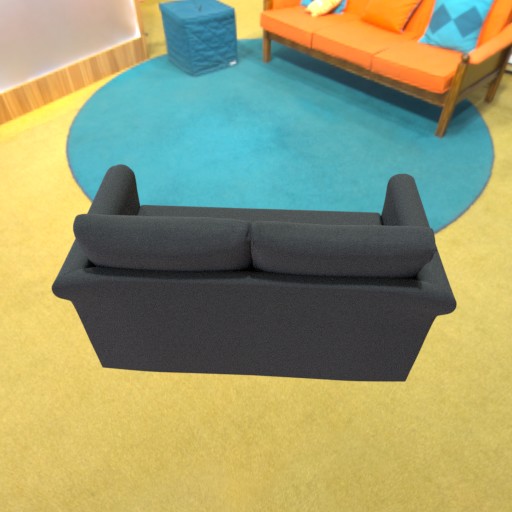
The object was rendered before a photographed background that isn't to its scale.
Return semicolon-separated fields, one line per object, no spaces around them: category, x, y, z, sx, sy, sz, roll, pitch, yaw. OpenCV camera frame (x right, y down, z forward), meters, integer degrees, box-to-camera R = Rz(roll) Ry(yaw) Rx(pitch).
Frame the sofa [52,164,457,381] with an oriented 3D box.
sofa;0.000;0.000;1.967;1.460;0.872;0.741;2;46;2
